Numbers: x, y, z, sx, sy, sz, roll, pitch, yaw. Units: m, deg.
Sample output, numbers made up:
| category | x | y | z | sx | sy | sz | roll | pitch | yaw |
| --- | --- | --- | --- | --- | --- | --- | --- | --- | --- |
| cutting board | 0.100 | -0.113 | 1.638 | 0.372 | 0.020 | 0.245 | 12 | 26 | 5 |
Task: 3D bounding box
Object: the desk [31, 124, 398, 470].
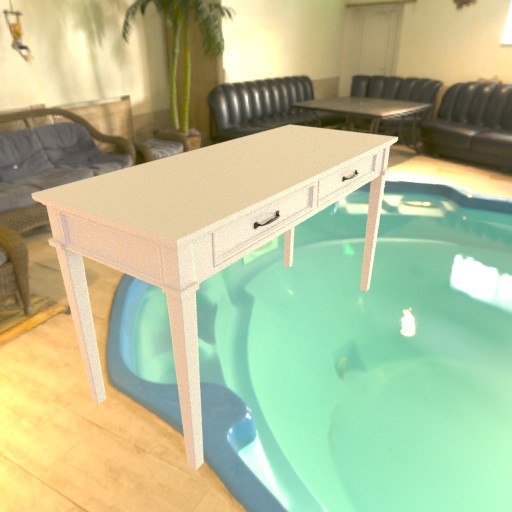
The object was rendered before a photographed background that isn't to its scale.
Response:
| category | x | y | z | sx | sy | sz | roll | pitch | yaw |
| --- | --- | --- | --- | --- | --- | --- | --- | --- | --- |
| desk | 0.000 | 0.000 | 1.758 | 0.559 | 0.774 | 1.372 | 17 | 31 | 31 |
